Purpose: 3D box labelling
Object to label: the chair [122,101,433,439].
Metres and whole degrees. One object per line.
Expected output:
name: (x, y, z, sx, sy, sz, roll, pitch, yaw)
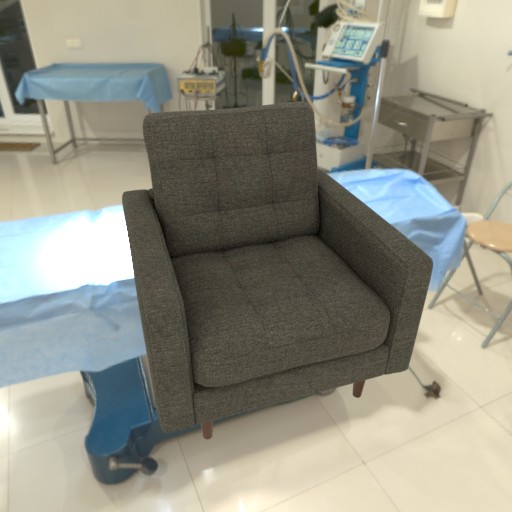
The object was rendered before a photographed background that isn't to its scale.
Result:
chair: (0.000, 0.000, 1.527, 0.821, 0.880, 0.843, -10, 33, -15)
